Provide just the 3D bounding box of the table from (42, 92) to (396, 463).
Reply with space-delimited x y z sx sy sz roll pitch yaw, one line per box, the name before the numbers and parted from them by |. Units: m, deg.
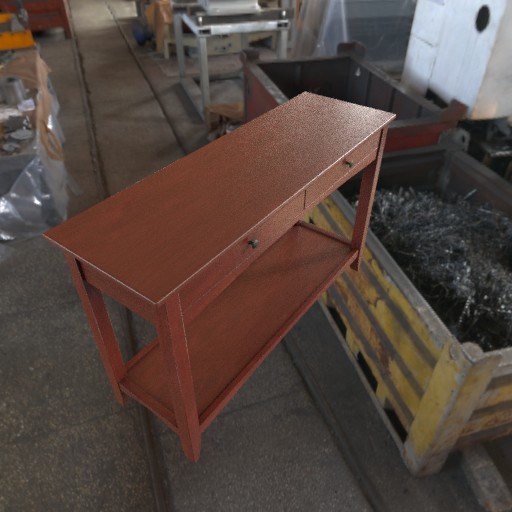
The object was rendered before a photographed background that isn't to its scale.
table | 0.000 0.000 1.568 0.392 0.739 1.188 25 46 27
